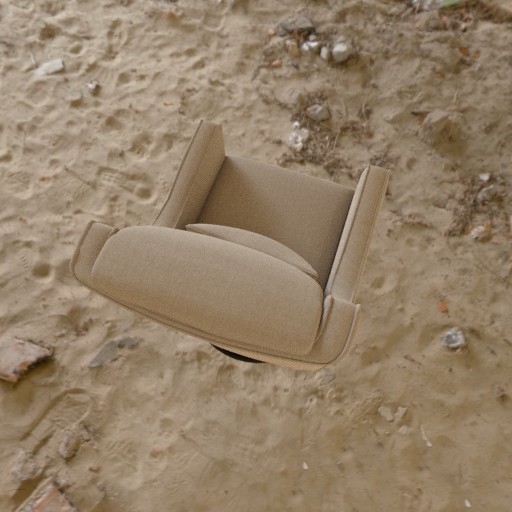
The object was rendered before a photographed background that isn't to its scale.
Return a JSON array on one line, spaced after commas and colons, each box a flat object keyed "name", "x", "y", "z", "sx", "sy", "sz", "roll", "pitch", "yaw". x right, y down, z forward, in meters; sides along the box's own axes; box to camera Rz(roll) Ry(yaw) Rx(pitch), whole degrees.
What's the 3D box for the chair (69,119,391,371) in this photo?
[{"name": "chair", "x": 0.000, "y": 0.000, "z": 1.558, "sx": 0.732, "sy": 0.993, "sz": 0.879, "roll": 17, "pitch": 65, "yaw": 8}]
